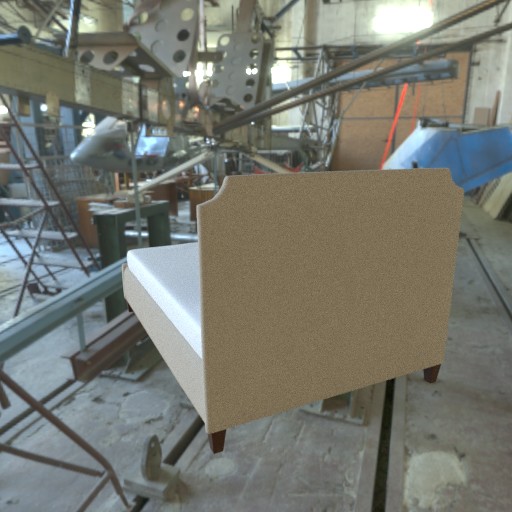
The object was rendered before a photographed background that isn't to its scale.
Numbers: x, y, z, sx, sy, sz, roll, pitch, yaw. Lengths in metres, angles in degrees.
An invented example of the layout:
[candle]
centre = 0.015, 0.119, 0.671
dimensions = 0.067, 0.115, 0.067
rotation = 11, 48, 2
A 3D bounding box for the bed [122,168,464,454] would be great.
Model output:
[bed]
centre = 0.000, 0.000, 3.480
dimensions = 1.713, 1.443, 2.372
rotation = -7, 16, -26
